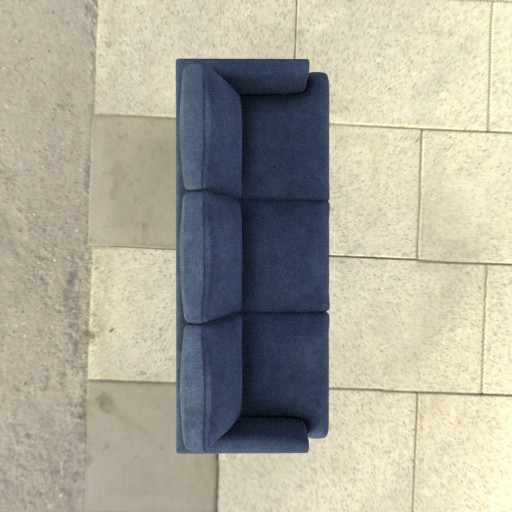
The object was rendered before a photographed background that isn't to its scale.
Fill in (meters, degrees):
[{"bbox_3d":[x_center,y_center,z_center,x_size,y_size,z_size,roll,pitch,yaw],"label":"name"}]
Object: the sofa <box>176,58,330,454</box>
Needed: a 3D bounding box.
[{"bbox_3d":[0.000,0.000,2.684,0.903,0.930,2.246,0,90,0],"label":"sofa"}]
